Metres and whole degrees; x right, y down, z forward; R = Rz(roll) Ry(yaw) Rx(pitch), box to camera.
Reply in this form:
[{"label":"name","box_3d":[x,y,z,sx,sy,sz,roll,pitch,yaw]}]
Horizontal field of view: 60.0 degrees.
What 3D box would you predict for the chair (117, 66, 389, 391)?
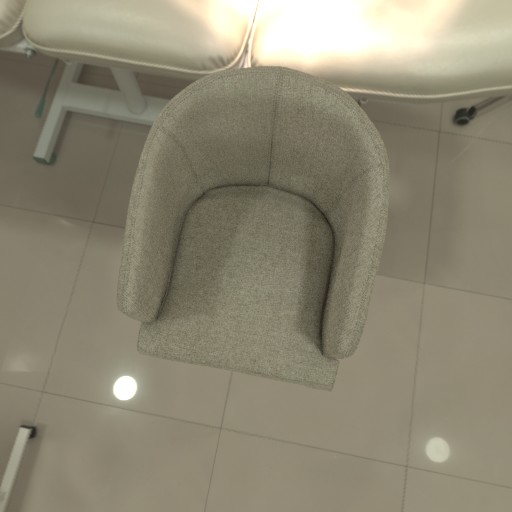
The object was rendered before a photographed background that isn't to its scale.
[{"label":"chair","box_3d":[0.000,0.000,1.258,0.583,0.811,0.655,10,76,3]}]
